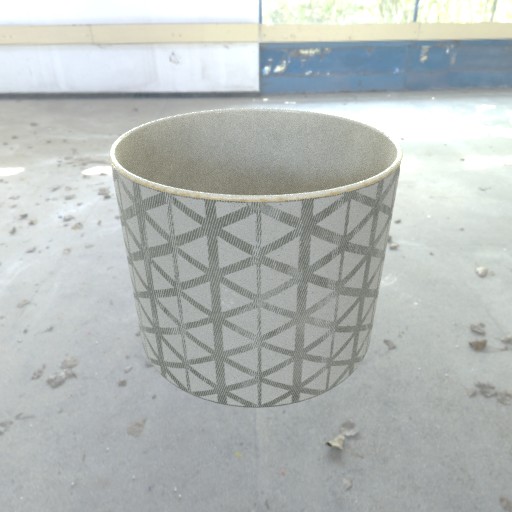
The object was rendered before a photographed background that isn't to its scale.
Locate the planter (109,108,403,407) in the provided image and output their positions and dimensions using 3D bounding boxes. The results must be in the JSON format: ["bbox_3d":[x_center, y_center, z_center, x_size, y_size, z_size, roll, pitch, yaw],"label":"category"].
[{"bbox_3d":[0.000,0.000,0.453,0.250,0.239,0.250,0,31,0],"label":"planter"}]
